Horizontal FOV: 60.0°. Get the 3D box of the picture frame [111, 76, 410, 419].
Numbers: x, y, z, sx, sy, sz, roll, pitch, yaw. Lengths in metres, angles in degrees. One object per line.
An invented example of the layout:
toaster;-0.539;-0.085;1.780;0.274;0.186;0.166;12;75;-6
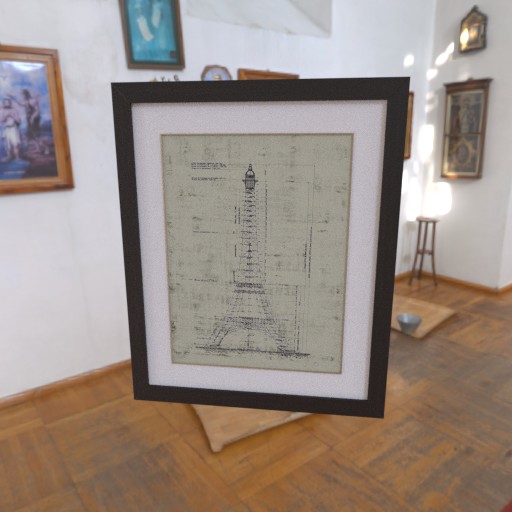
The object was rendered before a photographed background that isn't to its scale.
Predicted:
picture frame;0.000;0.000;0.752;0.452;0.555;0.044;2;14;7
